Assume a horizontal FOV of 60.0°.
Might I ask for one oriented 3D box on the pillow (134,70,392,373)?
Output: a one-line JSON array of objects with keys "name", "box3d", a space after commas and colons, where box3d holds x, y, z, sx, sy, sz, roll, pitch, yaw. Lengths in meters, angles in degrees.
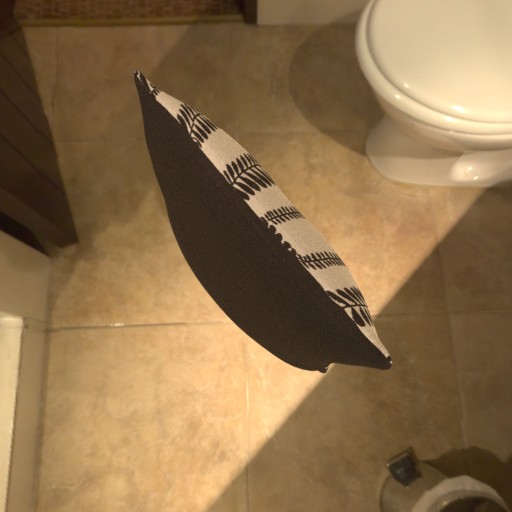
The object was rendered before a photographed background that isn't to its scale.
[{"name": "pillow", "box3d": [0.000, 0.000, 0.675, 0.182, 0.441, 0.440, -38, 79, -9]}]
